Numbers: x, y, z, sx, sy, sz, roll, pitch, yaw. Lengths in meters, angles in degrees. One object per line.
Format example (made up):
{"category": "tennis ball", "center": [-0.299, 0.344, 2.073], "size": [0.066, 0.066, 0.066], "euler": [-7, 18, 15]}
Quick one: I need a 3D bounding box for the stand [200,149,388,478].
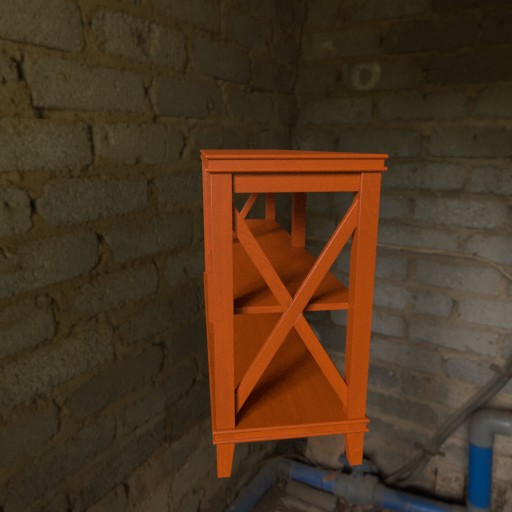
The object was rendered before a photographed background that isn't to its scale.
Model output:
{"category": "stand", "center": [0.000, 0.000, 1.654], "size": [0.381, 0.762, 1.372], "euler": [-2, 14, -7]}
